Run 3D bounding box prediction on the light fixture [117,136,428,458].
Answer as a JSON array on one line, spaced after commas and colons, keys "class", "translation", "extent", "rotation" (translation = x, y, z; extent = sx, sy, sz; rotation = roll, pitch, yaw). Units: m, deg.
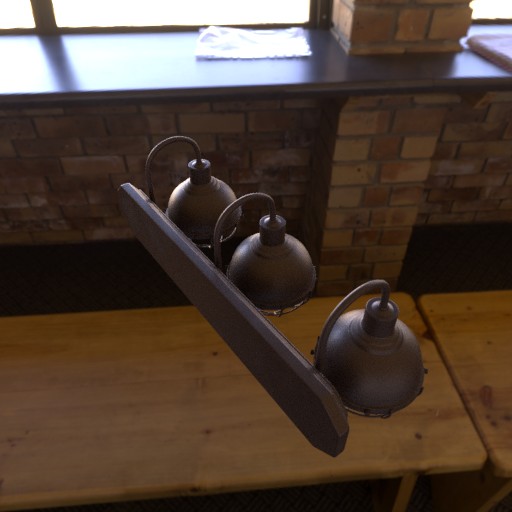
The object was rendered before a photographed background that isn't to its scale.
[{"class": "light fixture", "translation": [0.000, 0.000, 0.750], "extent": [0.229, 0.254, 0.634], "rotation": [-25, 47, -26]}]
